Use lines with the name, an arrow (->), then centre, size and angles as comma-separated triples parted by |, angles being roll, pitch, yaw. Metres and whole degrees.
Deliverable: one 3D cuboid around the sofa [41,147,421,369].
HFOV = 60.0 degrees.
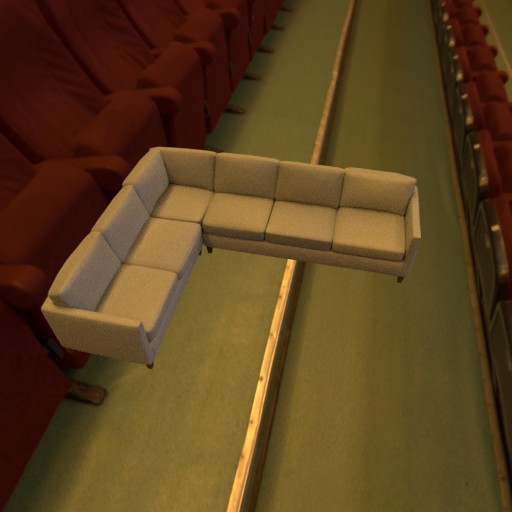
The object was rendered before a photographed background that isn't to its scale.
sofa -> 0.000, 0.000, 4.616 | 3.301, 0.947, 2.592 | 9, 46, 8
